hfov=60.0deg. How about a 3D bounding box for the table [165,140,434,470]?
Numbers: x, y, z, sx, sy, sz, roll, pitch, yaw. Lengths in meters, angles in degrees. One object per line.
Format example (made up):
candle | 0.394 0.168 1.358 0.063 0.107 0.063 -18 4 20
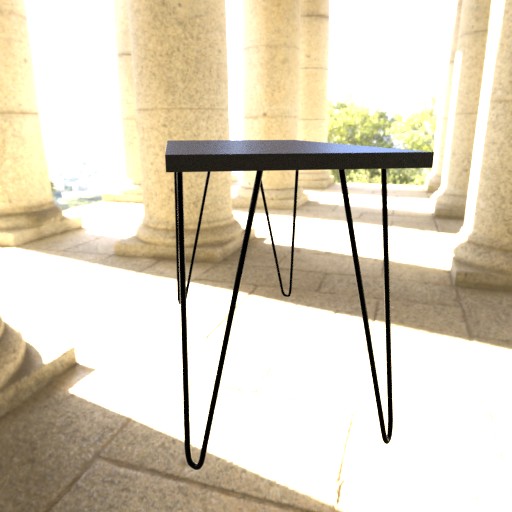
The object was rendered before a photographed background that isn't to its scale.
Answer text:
table | 0.000 0.000 1.351 0.499 0.660 0.991 -3 16 -10
